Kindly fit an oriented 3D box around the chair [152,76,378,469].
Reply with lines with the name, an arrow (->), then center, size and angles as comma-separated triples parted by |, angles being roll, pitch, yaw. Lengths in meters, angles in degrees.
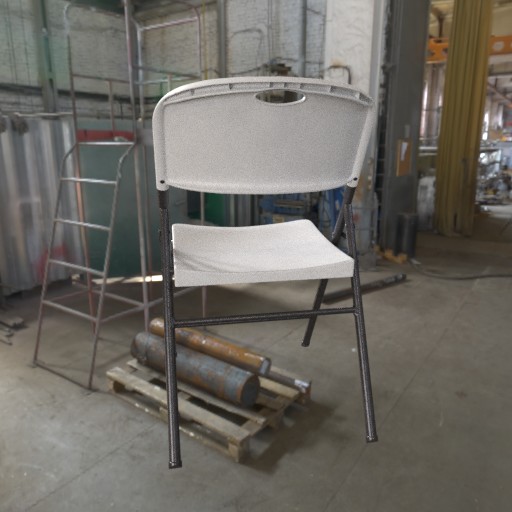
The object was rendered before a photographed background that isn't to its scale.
chair -> 0.000, 0.000, 1.168 | 0.494, 0.810, 0.566 | -3, 14, -11
